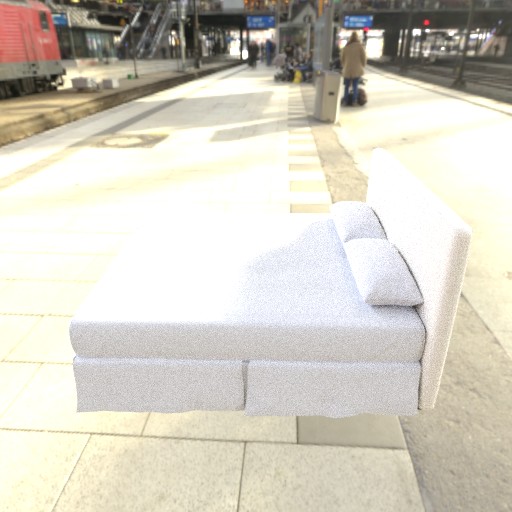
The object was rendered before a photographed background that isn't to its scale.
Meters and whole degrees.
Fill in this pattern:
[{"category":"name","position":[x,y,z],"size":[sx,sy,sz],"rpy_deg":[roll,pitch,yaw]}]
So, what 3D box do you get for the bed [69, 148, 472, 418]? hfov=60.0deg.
[{"category":"bed","position":[0.000,0.000,3.499],"size":[2.341,1.317,2.119],"rpy_deg":[1,25,1]}]
